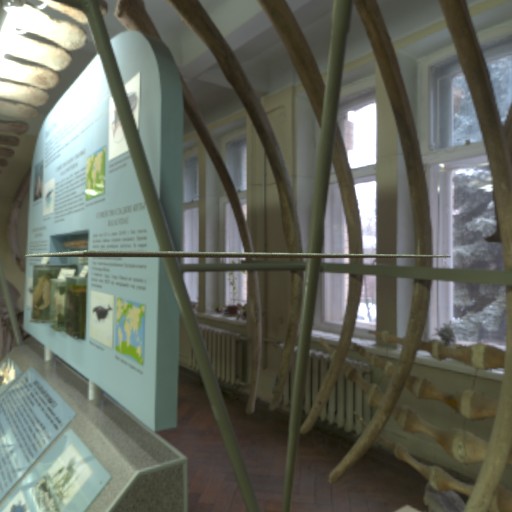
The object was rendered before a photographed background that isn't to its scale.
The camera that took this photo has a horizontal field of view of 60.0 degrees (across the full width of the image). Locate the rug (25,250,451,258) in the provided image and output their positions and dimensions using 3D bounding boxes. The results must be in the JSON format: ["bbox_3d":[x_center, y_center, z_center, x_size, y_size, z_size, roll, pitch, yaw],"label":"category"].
[{"bbox_3d":[0.000,0.000,1.398,1.219,0.007,0.604,0,-1,-37],"label":"rug"}]
